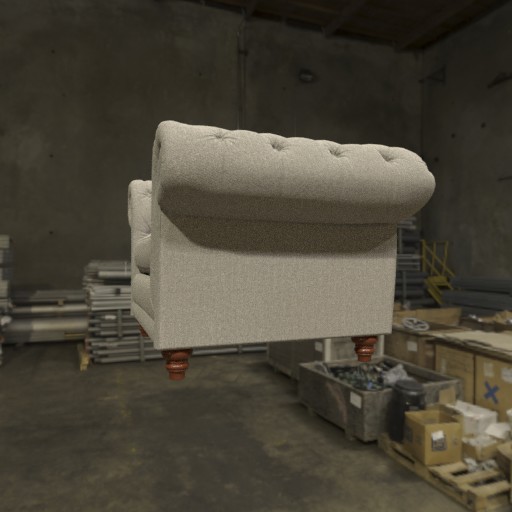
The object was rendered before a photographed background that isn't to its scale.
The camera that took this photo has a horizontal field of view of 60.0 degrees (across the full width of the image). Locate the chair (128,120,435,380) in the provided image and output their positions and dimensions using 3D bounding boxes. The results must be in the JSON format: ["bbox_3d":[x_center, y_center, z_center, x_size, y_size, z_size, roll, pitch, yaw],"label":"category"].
[{"bbox_3d":[0.000,0.000,1.902,0.976,0.770,1.270,0,-1,-20],"label":"chair"}]
